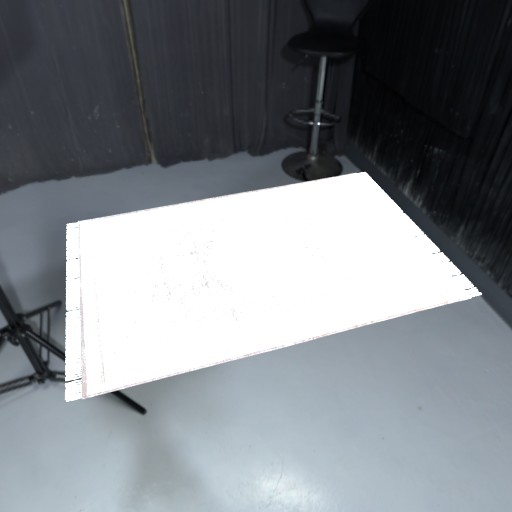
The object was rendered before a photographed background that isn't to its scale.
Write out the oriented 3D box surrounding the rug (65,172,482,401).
[{"bbox_3d":[0.000,0.000,2.993,2.440,0.010,1.528,-12,43,-13],"label":"rug"}]
